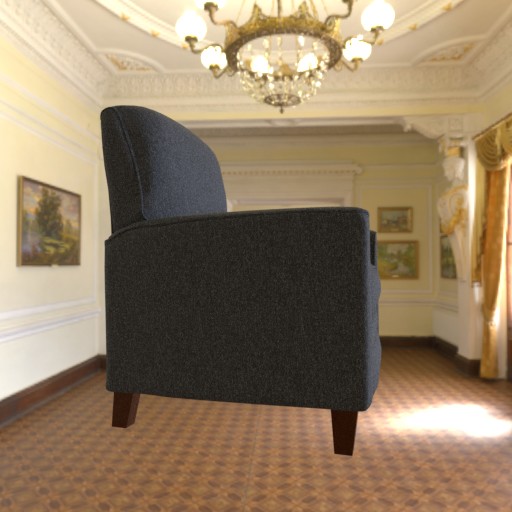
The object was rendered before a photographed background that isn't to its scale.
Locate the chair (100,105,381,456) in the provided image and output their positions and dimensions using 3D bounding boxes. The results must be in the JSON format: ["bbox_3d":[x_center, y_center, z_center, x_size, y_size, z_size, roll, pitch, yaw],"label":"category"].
[{"bbox_3d":[0.000,0.000,1.571,0.850,1.016,0.839,0,-1,17],"label":"chair"}]
